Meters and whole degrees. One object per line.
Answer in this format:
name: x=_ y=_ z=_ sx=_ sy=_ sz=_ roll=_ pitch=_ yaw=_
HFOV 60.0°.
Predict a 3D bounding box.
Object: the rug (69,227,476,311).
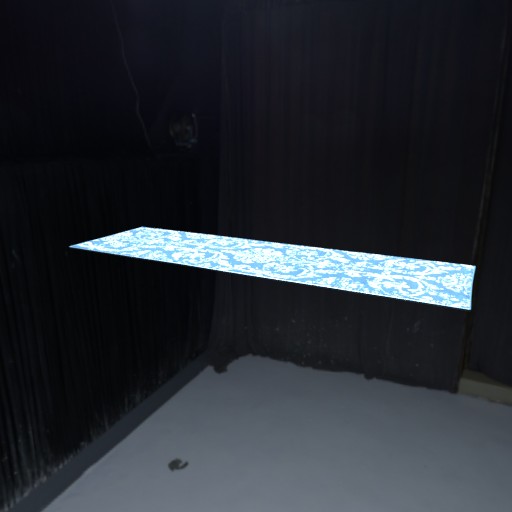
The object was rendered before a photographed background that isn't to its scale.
rug: x=0.000 y=0.000 z=2.471 sx=2.196 sy=0.011 sz=0.662 roll=8 pitch=17 yaw=26
